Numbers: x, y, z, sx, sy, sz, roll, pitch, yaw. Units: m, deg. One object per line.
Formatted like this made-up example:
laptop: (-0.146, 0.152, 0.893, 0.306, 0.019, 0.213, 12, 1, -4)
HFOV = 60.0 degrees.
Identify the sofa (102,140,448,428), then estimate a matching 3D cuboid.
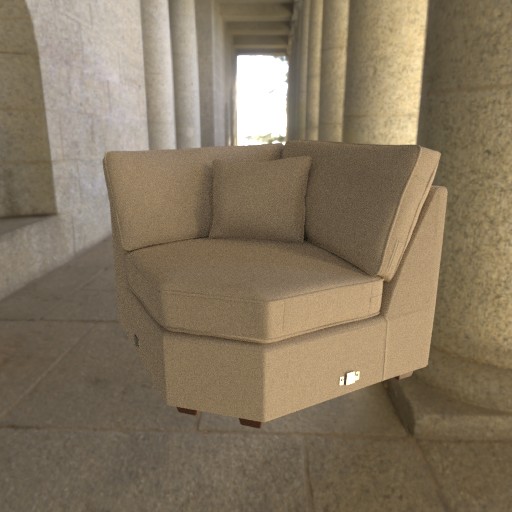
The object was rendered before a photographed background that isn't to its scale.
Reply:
sofa: (0.000, 0.000, 1.870, 1.050, 0.937, 1.042, -8, 17, -26)
